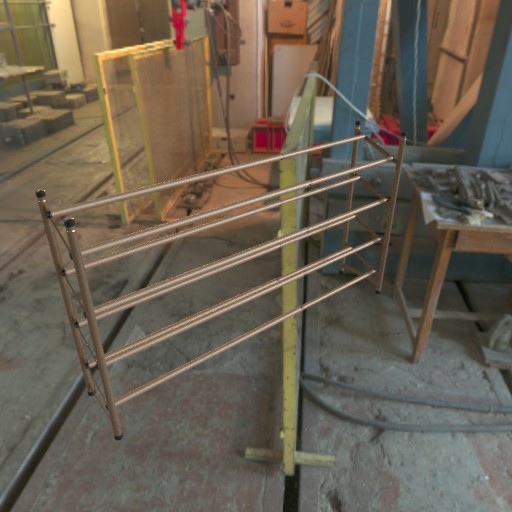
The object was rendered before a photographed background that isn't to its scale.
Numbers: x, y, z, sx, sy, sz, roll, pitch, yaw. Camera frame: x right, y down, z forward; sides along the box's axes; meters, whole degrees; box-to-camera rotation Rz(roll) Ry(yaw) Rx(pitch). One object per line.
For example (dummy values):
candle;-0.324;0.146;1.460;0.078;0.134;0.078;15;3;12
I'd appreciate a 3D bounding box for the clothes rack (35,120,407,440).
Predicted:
clothes rack;0.000;0.000;1.455;1.168;0.672;0.229;-22;36;-33
